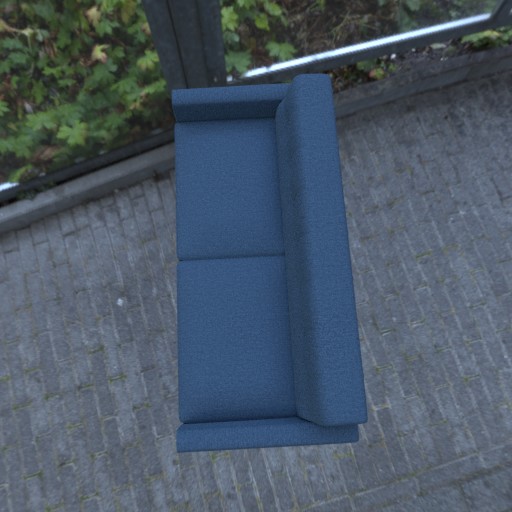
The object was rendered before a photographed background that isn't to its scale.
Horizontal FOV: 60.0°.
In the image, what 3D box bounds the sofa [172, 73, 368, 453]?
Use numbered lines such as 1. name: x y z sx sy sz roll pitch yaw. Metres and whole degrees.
1. sofa: 0.000 0.000 2.596 0.942 0.884 2.055 -3 77 -1
